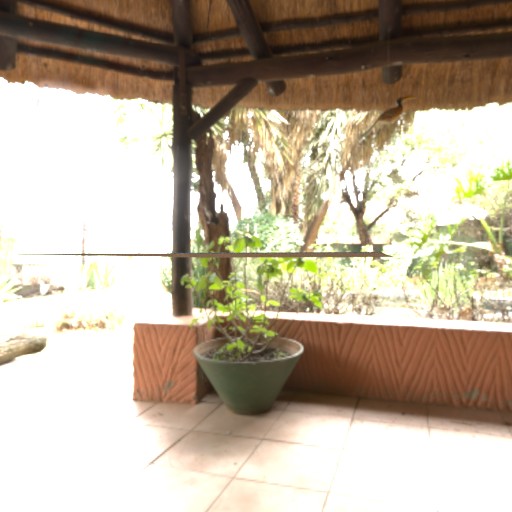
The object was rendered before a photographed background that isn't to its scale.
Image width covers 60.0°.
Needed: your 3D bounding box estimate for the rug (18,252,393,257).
[{"bbox_3d":[0.000,0.000,4.213,2.443,0.007,3.200,0,-1,18],"label":"rug"}]
